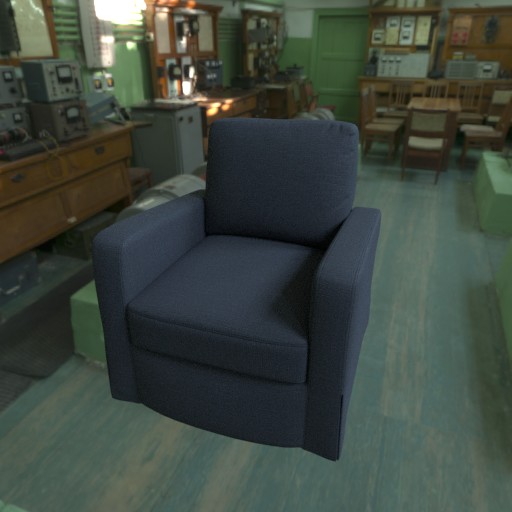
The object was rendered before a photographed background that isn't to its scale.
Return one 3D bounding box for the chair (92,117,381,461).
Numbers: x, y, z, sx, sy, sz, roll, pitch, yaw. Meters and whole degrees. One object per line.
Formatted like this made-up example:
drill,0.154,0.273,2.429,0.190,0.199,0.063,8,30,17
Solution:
chair,0.000,0.000,1.564,0.798,0.855,0.863,9,28,17
